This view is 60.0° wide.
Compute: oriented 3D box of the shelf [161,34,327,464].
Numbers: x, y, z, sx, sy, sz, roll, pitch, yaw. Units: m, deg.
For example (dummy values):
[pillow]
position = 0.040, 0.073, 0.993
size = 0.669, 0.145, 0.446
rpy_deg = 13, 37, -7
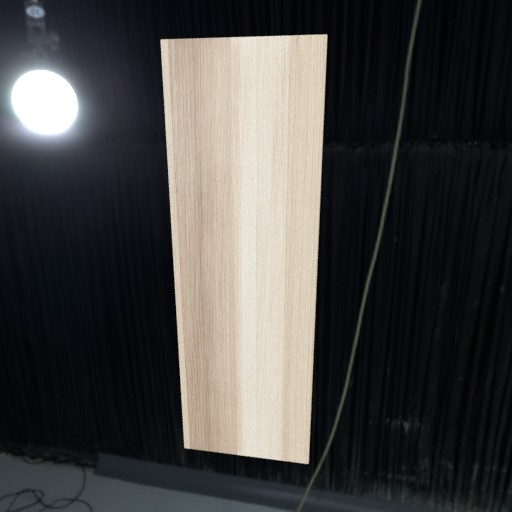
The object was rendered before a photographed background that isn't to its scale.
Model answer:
[shelf]
position = 0.000, 0.000, 1.023
size = 0.290, 0.872, 0.290
rpy_deg = 3, 18, 10
